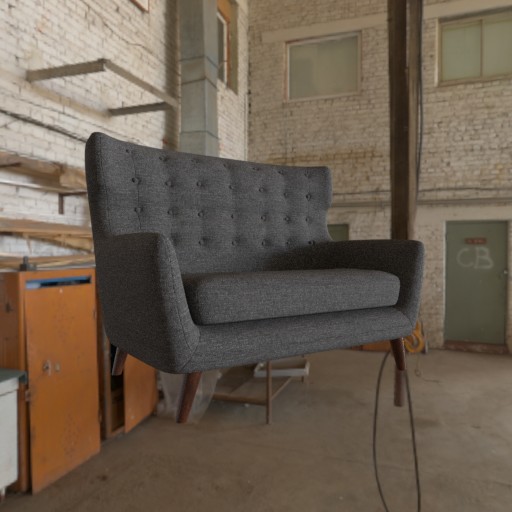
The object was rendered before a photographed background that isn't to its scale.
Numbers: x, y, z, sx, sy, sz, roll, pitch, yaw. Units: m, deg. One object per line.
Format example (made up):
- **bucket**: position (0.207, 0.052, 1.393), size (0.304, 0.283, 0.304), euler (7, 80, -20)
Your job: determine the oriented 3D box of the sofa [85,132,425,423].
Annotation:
- **sofa**: position (0.000, 0.000, 2.007), size (1.358, 1.028, 0.874), euler (0, 0, -35)
